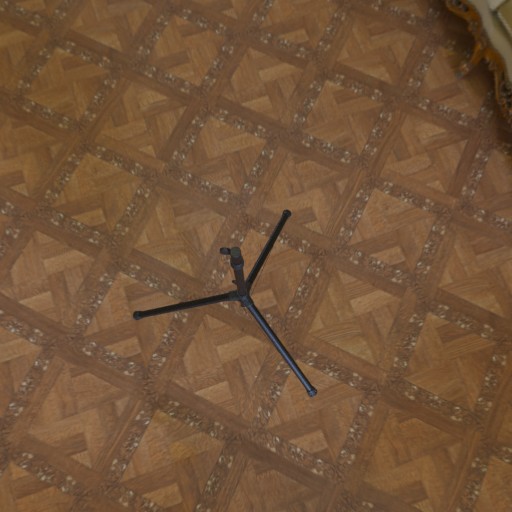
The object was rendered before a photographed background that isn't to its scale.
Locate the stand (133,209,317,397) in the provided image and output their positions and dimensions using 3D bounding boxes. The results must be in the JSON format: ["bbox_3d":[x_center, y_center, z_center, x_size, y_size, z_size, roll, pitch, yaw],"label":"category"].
[{"bbox_3d":[0.000,0.000,1.887,1.045,1.136,0.907,24,76,6],"label":"stand"}]
